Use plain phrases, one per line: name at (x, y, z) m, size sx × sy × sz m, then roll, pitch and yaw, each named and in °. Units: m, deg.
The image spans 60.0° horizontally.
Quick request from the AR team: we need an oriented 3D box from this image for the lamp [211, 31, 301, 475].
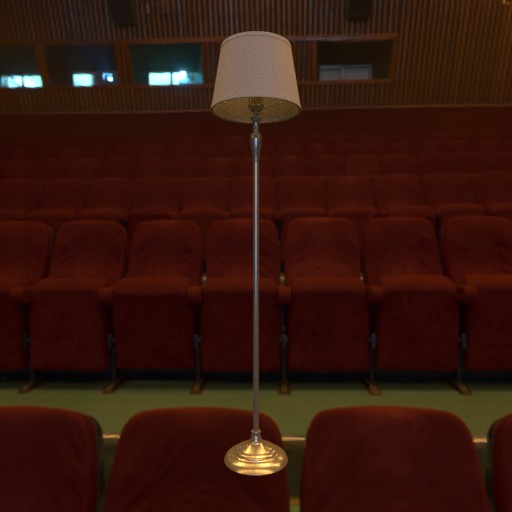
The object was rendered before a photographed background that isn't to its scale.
lamp at (0.000, 0.000, 1.624) m, size 0.327 × 1.506 × 0.327 m, roll 0°, pitch 2°, yaw 1°
